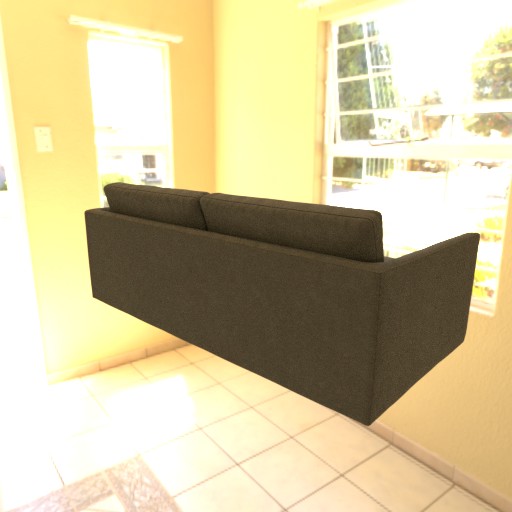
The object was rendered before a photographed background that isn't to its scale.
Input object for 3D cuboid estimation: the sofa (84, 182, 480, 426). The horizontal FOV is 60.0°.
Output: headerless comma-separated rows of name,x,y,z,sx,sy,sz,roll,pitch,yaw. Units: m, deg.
sofa,0.000,0.000,2.736,2.257,0.838,1.092,13,19,41
